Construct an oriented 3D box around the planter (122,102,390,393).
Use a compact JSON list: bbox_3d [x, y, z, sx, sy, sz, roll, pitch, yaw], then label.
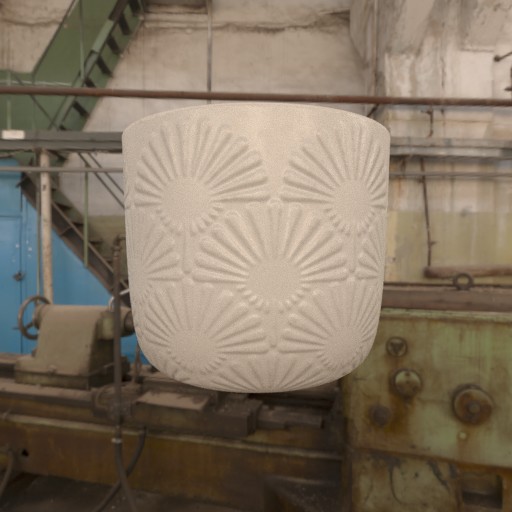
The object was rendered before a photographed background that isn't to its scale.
[{"bbox_3d":[0.000,0.000,0.215,0.124,0.109,0.124,0,1,0],"label":"planter"}]
